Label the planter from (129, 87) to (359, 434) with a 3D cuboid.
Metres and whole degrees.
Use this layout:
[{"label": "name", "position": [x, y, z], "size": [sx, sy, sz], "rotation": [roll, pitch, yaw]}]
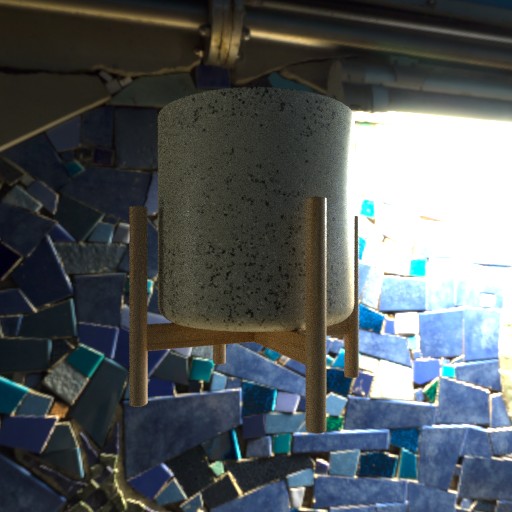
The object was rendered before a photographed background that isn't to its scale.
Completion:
[{"label": "planter", "position": [0.000, 0.000, 0.700], "size": [0.360, 0.419, 0.360], "rotation": [0, 0, -1]}]
